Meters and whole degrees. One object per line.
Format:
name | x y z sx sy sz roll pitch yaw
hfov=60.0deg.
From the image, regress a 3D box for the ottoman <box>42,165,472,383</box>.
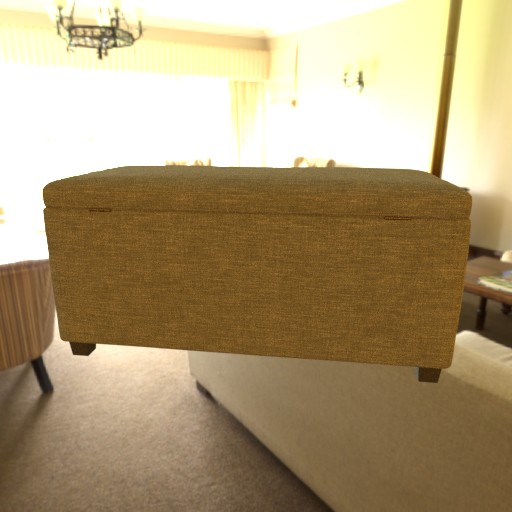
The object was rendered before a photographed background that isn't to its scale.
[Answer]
ottoman | 0.000 0.000 1.119 0.902 0.432 0.419 2 17 8
